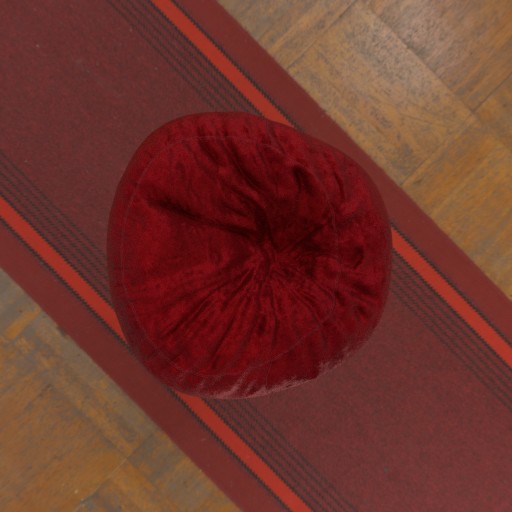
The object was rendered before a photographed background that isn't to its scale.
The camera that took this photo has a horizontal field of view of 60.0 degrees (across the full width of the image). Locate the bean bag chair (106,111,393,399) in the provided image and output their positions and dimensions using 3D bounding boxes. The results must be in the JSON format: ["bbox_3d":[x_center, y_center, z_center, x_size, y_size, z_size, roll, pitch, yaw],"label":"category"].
[{"bbox_3d":[0.000,0.000,2.467,1.524,0.878,1.524,0,89,-1],"label":"bean bag chair"}]
